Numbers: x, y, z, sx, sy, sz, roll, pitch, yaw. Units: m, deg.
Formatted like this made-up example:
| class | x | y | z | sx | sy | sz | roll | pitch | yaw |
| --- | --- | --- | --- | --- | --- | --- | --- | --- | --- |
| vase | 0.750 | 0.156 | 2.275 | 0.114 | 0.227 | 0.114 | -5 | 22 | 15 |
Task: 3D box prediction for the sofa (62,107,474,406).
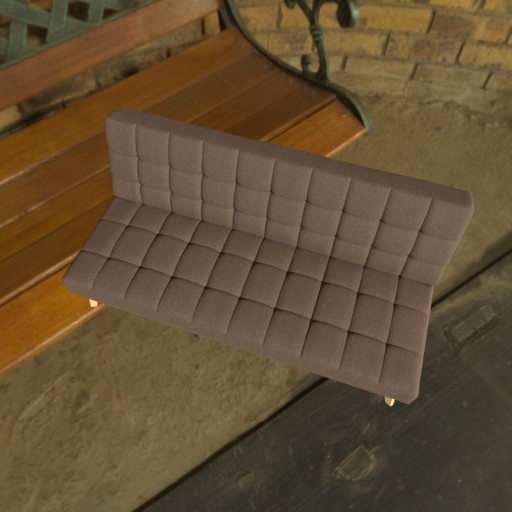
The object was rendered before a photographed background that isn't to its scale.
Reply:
| class | x | y | z | sx | sy | sz | roll | pitch | yaw |
| --- | --- | --- | --- | --- | --- | --- | --- | --- | --- |
| sofa | 0.000 | 0.000 | 2.233 | 1.800 | 0.810 | 0.860 | 16 | 60 | 10 |
